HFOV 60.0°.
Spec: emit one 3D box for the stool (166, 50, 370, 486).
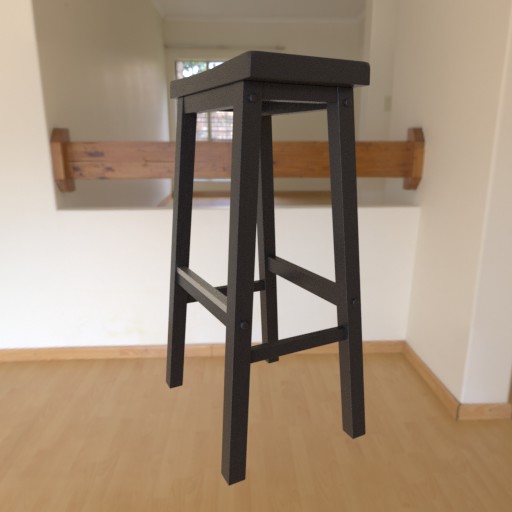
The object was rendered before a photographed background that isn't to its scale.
[{"bbox_3d":[0.000,0.000,0.964,0.322,0.742,0.406,-7,16,-26],"label":"stool"}]
